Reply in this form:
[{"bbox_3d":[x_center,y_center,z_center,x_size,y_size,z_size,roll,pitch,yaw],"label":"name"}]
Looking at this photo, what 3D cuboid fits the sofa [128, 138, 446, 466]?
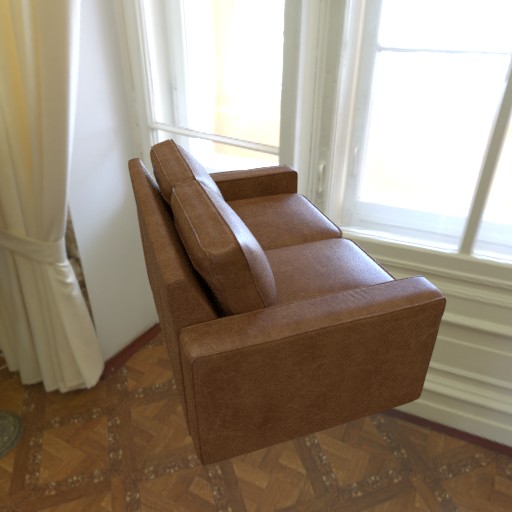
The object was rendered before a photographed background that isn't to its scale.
[{"bbox_3d":[0.000,0.000,2.173,1.020,0.896,1.532,-10,33,-17],"label":"sofa"}]
